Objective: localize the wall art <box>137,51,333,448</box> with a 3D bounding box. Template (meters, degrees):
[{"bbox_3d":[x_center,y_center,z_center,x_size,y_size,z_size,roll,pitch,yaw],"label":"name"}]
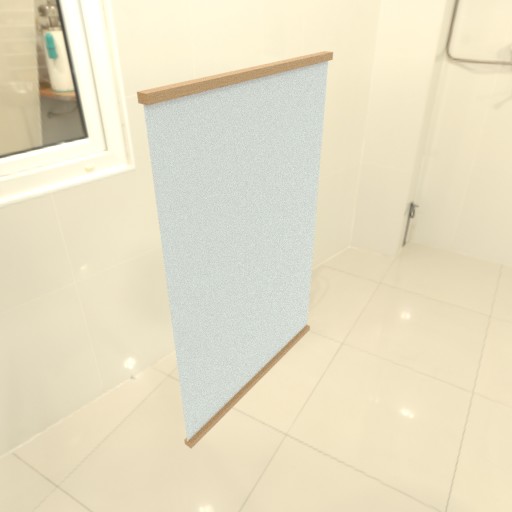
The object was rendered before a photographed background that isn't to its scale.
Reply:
[{"bbox_3d":[0.000,0.000,0.645,0.013,0.510,0.335,22,38,31],"label":"wall art"}]
